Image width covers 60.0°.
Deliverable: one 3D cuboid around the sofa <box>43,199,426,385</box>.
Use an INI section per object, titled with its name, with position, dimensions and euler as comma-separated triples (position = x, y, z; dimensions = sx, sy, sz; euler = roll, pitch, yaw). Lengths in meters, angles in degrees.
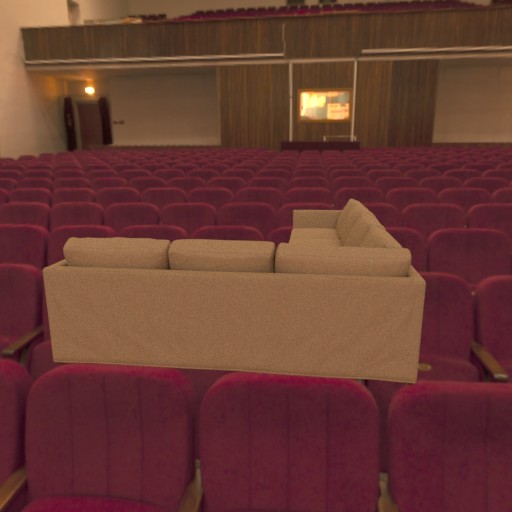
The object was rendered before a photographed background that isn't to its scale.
[sofa]
position = 0.000, 0.000, 4.318
dimensions = 2.432, 0.871, 3.182
euler = 2, 14, 7
